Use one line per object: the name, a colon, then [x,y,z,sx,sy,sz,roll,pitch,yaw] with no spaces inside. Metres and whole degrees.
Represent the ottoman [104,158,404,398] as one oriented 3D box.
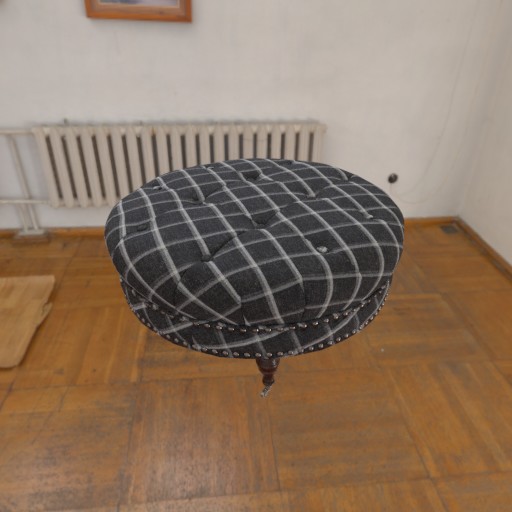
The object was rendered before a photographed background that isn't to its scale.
ottoman: [0.000,0.000,1.436,0.901,0.439,0.901,0,31,0]
